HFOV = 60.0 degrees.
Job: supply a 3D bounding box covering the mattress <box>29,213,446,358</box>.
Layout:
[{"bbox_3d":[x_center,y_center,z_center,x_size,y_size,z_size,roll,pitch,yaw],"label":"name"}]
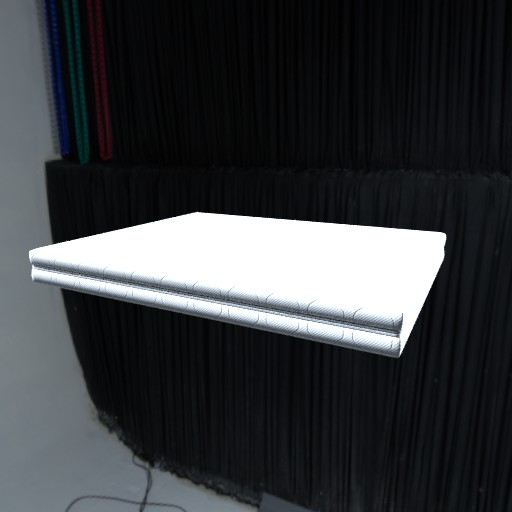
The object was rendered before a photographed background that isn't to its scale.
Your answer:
[{"bbox_3d":[0.000,0.000,2.702,2.000,0.200,1.600,7,16,27],"label":"mattress"}]
